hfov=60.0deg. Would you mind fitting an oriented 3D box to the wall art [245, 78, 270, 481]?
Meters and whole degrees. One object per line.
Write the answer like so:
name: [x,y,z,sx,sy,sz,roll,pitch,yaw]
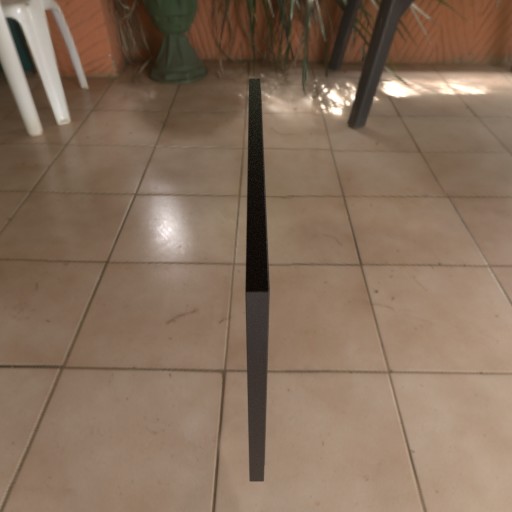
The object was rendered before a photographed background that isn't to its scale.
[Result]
wall art: [0.000,0.000,0.863,0.027,0.458,0.657,0,40,0]
